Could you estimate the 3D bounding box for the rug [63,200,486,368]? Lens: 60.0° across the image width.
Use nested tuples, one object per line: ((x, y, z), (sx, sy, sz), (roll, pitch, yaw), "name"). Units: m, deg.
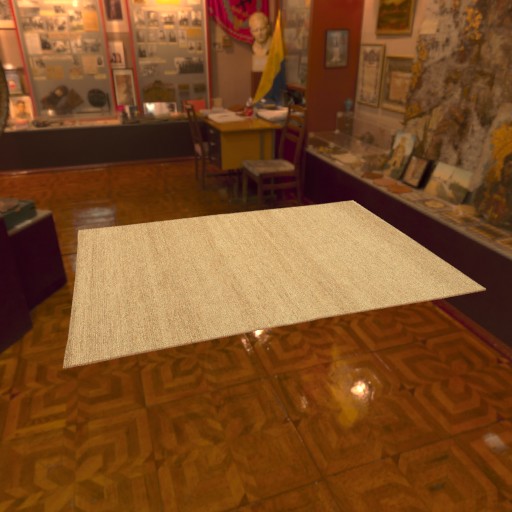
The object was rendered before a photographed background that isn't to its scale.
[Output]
((0.000, 0.000, 2.917), (2.283, 0.030, 1.596), (-8, 27, -15), "rug")
